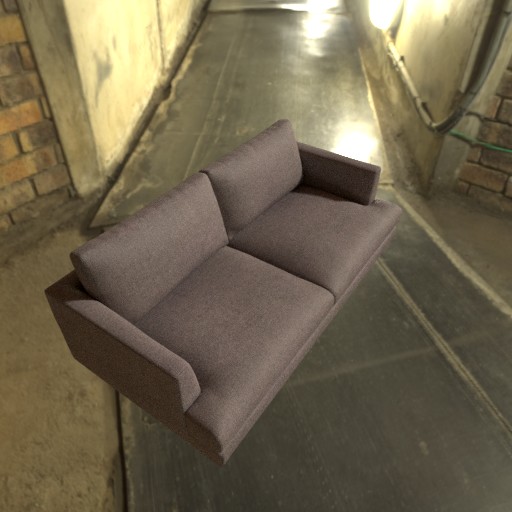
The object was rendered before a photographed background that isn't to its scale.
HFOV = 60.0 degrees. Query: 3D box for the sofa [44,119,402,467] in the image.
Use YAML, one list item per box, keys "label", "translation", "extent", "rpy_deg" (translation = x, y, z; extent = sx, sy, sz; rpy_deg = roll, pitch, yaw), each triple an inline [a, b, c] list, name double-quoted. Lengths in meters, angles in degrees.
- label: "sofa"
  translation: [0.000, 0.000, 2.523]
  extent: [1.020, 0.868, 1.948]
  rpy_deg: [25, 47, 26]
